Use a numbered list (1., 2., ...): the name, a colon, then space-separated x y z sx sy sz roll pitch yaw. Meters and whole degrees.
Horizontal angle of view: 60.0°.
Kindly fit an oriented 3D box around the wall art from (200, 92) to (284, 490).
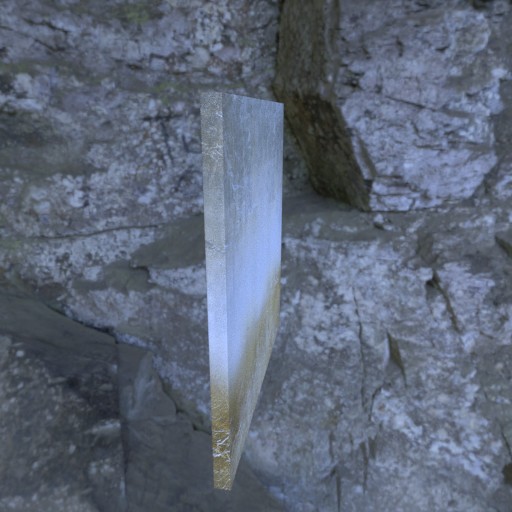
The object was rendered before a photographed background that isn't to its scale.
1. wall art: 0.000 0.000 1.643 0.051 1.091 1.092 3 18 10
